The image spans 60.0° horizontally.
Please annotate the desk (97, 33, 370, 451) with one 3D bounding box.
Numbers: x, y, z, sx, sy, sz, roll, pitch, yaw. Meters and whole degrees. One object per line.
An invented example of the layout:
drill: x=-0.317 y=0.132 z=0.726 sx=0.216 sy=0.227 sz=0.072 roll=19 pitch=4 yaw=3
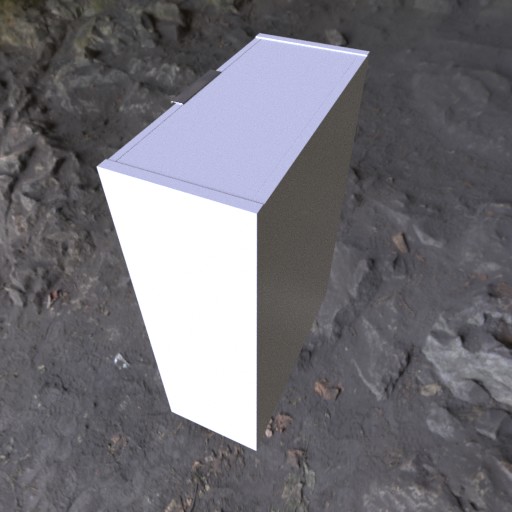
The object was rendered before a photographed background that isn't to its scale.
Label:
desk: x=0.000 y=0.000 z=1.589 sx=0.390 sy=1.190 sz=0.850 roll=18 pitch=49 yaw=17
